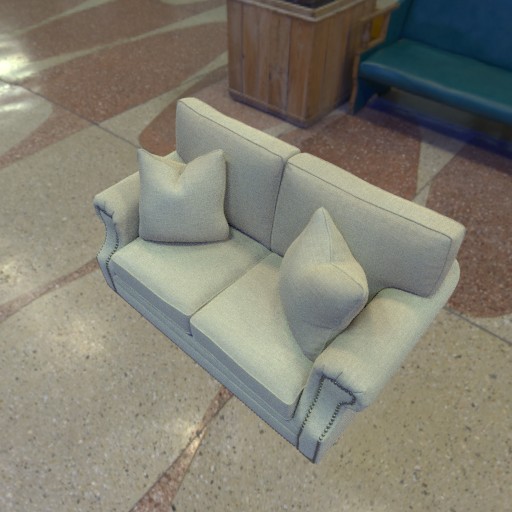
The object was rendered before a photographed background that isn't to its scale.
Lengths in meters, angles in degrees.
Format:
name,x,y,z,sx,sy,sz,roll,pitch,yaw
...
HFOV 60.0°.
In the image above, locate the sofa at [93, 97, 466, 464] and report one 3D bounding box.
name,x,y,z,sx,sy,sz,roll,pitch,yaw
sofa,0.000,0.000,2.206,1.701,0.966,0.966,33,54,28
